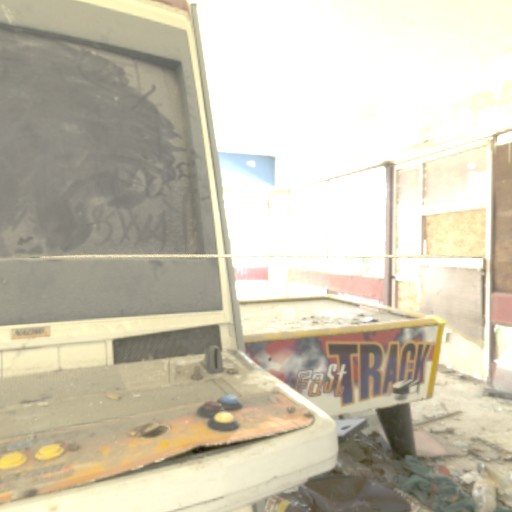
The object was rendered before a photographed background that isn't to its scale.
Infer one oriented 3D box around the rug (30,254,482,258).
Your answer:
[{"bbox_3d":[0.000,0.000,2.600,2.372,0.008,0.620,0,1,0],"label":"rug"}]
